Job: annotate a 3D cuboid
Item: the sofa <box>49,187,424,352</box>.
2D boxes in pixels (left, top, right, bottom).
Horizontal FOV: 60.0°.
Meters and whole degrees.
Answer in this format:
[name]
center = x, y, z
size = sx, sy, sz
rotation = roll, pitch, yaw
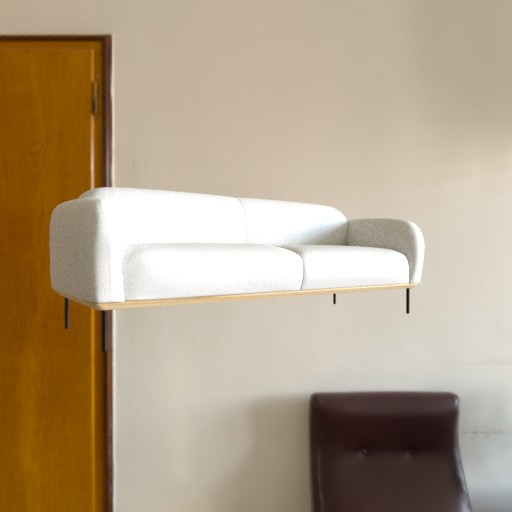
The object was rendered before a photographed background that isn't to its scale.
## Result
[sofa]
center = 0.000, 0.000, 2.691
size = 2.257, 0.780, 0.880
rotation = 0, 0, -35
